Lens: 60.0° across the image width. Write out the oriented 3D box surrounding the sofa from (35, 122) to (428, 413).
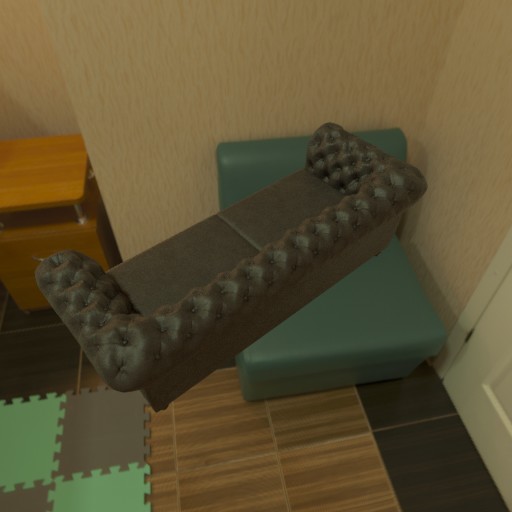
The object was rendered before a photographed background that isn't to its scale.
[{"bbox_3d":[0.000,0.000,2.879,2.385,0.783,0.944,-31,54,-26],"label":"sofa"}]
